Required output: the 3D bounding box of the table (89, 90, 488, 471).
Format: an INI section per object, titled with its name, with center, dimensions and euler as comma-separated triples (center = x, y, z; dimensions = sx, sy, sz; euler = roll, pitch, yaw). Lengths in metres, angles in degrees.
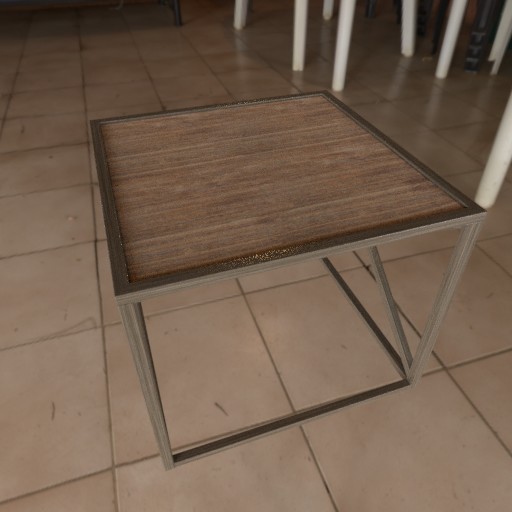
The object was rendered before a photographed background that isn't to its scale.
[table]
center = 0.000, 0.000, 1.047
dimensions = 0.609, 0.507, 0.611
euler = -13, 41, -15
